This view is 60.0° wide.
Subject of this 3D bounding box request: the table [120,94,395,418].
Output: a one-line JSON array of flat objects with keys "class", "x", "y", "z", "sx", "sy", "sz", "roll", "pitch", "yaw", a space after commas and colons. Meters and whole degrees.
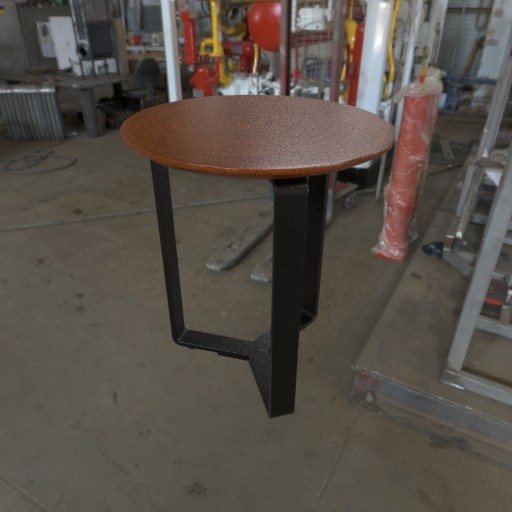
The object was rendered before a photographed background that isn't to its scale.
[{"class": "table", "x": 0.000, "y": 0.000, "z": 0.754, "sx": 0.380, "sy": 0.450, "sz": 0.410, "roll": -8, "pitch": 31, "yaw": -13}]
